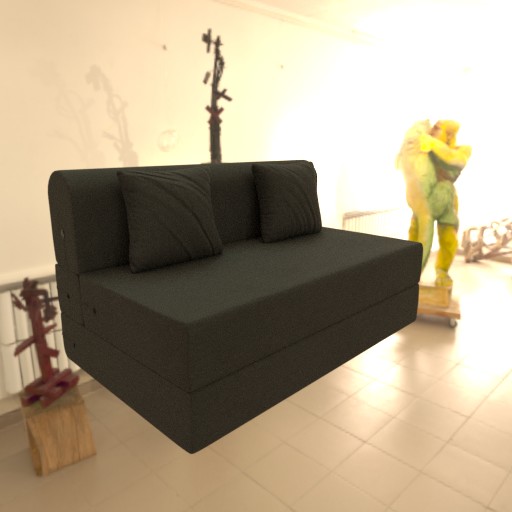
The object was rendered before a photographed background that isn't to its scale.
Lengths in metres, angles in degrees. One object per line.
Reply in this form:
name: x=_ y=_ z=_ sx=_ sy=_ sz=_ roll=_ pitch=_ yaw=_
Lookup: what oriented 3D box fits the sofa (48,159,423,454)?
sofa: x=0.000 y=0.000 z=1.683 sx=0.762 sy=0.670 sz=1.225 roll=14 pitch=20 yaw=43
